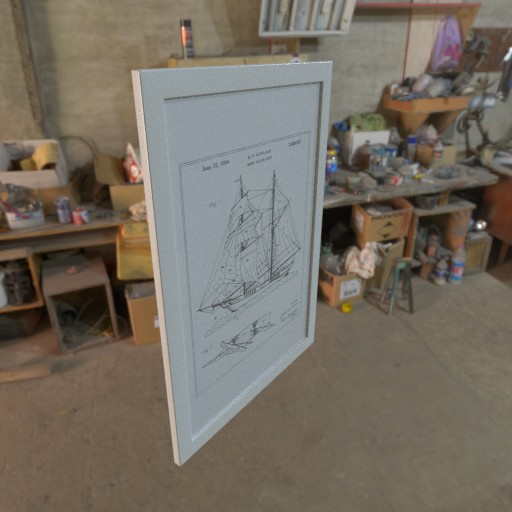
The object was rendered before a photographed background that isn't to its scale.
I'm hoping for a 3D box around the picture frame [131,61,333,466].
[{"bbox_3d":[0.000,0.000,0.672,0.012,0.534,0.381,18,31,33],"label":"picture frame"}]
